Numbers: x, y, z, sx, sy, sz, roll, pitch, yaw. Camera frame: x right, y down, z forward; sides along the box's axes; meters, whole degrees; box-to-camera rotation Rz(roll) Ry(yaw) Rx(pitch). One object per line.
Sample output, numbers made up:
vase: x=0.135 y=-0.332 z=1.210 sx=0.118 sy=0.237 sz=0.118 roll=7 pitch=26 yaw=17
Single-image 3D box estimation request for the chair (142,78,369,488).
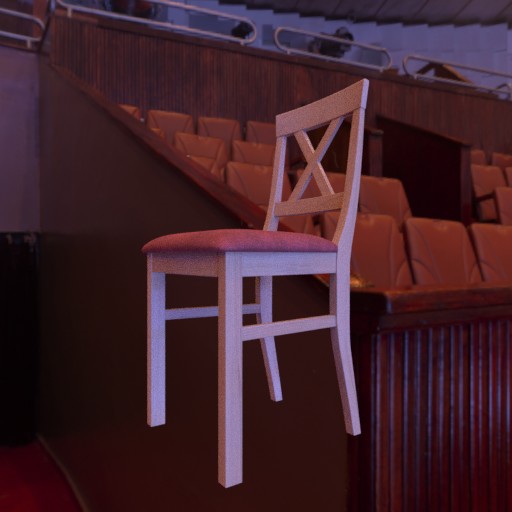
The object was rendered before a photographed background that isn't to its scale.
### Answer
chair: x=0.000 y=0.000 z=1.161 sx=0.492 sy=0.912 sz=0.439 roll=0 pitch=0 yaw=-35
